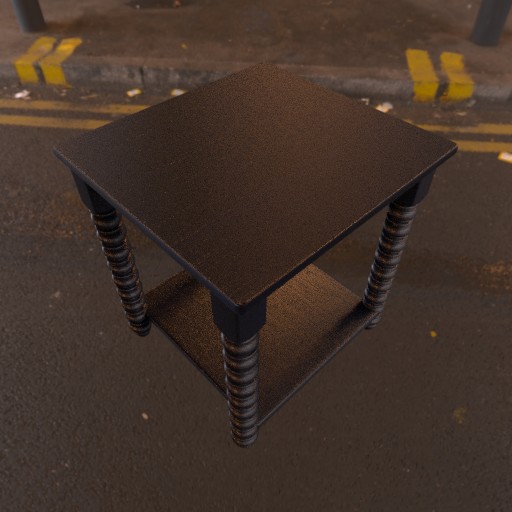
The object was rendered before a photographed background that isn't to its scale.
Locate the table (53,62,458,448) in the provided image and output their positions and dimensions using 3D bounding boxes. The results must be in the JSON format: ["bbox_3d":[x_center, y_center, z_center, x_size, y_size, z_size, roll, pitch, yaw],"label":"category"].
[{"bbox_3d":[0.000,0.000,0.990,0.533,0.567,0.500,-34,55,-29],"label":"table"}]
